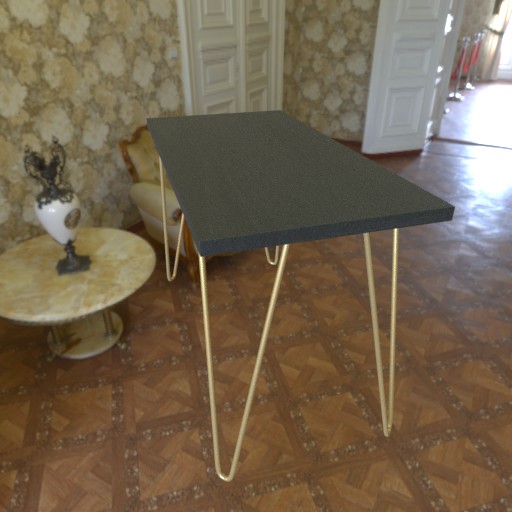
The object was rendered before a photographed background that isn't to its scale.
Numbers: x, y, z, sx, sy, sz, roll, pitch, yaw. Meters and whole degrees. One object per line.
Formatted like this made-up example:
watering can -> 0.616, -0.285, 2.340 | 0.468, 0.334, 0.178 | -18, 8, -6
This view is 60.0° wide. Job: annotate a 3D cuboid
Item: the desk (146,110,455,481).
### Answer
desk -> 0.000, 0.000, 1.364 | 0.499, 0.660, 0.991 | -8, 30, -15
